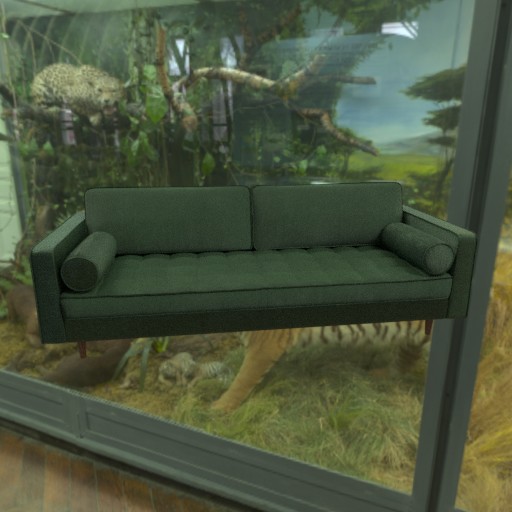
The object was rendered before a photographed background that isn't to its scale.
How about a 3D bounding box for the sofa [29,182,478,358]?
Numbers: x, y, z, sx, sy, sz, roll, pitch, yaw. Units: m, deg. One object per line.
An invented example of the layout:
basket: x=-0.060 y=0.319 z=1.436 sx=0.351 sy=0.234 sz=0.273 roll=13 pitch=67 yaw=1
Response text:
sofa: x=0.000 y=0.000 z=2.582 sx=2.199 sy=0.769 sz=0.918 roll=-2 pitch=17 yaw=-8
